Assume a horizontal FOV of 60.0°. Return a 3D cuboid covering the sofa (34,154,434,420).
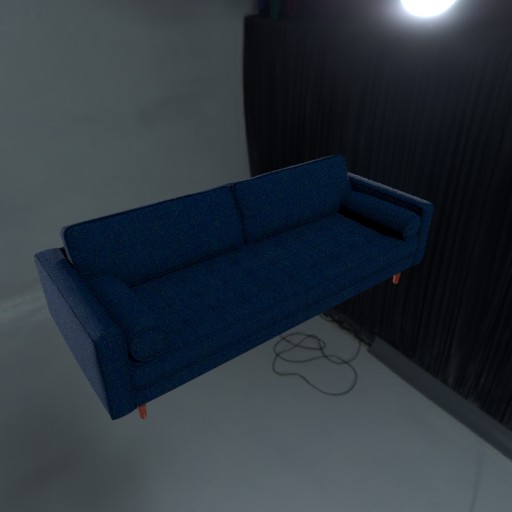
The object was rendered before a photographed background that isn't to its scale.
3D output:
[{"bbox_3d":[0.000,0.000,2.633,2.210,0.762,0.914,-21,36,-31],"label":"sofa"}]
